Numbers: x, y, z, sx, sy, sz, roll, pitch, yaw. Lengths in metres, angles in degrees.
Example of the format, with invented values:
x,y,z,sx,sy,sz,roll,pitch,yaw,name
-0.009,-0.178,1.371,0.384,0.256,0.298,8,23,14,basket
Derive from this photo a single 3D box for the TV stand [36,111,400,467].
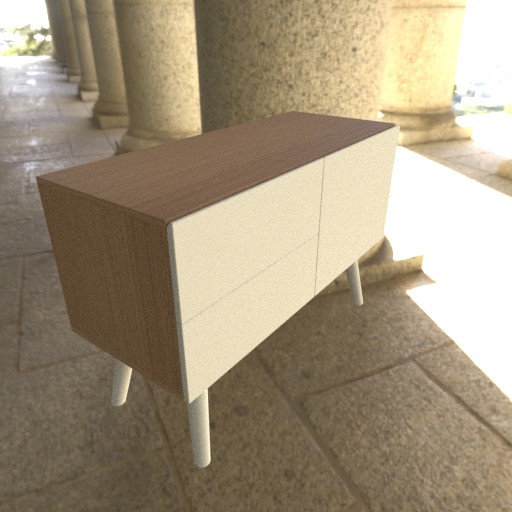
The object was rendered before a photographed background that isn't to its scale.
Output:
x,y,z,sx,sy,sz,roll,pitch,yaw,name
0.000,0.000,1.319,0.407,0.660,0.991,19,33,32,TV stand
